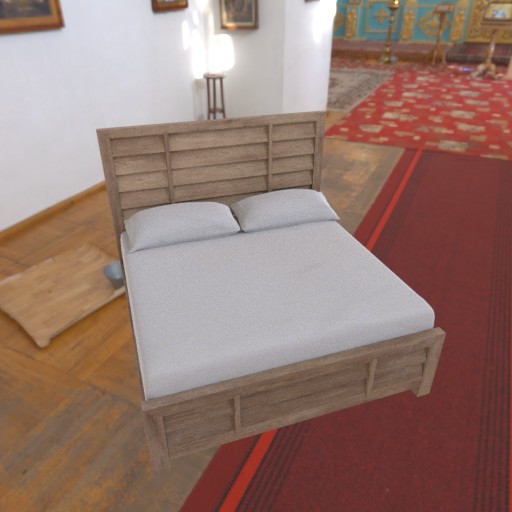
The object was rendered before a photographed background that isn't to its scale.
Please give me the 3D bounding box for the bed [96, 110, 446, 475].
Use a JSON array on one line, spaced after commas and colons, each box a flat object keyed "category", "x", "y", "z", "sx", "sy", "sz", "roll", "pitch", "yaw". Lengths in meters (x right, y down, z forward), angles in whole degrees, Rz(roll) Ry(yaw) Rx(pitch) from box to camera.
[{"category": "bed", "x": 0.000, "y": 0.000, "z": 3.439, "sx": 2.032, "sy": 1.626, "sz": 2.062, "roll": -10, "pitch": 32, "yaw": -16}]
